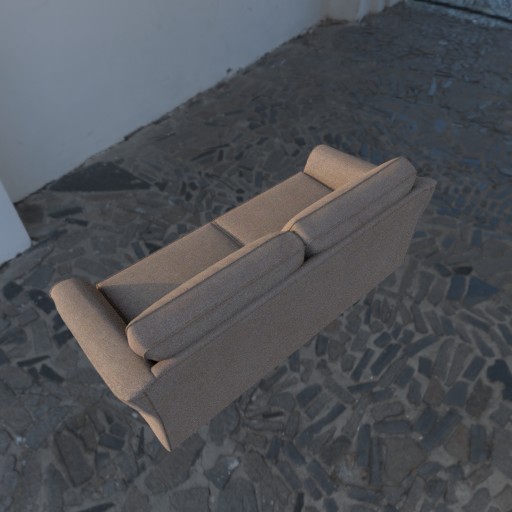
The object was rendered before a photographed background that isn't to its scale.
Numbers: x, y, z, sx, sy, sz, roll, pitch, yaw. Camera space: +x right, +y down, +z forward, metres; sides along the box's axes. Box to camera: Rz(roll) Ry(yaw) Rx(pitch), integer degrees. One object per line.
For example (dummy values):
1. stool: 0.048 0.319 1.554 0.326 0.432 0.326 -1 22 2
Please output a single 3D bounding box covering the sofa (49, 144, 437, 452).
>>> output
1. sofa: 0.000 0.000 2.765 2.270 0.906 0.986 -32 54 -27
